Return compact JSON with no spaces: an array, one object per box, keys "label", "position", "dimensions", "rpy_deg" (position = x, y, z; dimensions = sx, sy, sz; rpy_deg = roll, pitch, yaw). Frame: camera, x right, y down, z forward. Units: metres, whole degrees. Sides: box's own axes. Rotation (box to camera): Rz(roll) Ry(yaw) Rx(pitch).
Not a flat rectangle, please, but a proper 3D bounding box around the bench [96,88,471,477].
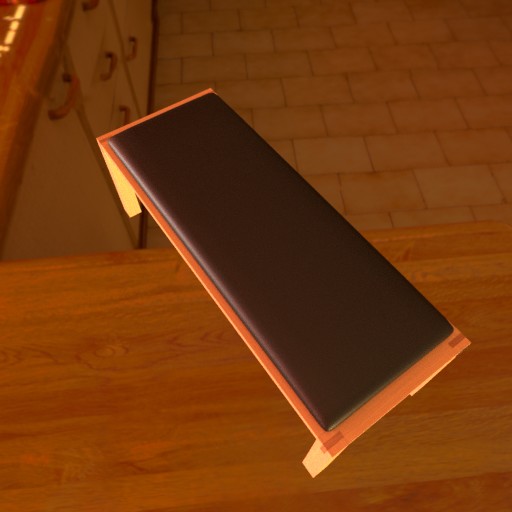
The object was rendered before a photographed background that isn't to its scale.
[{"label":"bench","position":[0.000,0.000,1.423],"dimensions":[0.450,0.430,1.202],"rpy_deg":[-31,63,-18]}]
